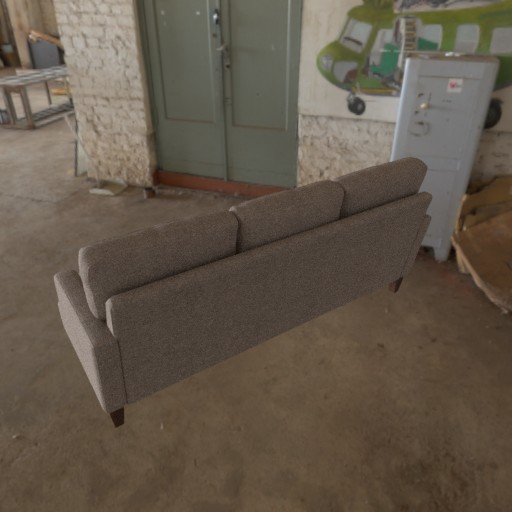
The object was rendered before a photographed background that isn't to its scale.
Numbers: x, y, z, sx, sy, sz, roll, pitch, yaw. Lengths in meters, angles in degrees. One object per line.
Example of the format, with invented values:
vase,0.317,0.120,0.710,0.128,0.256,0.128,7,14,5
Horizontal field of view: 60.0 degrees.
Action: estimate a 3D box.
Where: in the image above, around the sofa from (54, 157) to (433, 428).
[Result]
sofa,0.000,0.000,2.599,2.115,0.984,0.888,-19,36,-29
